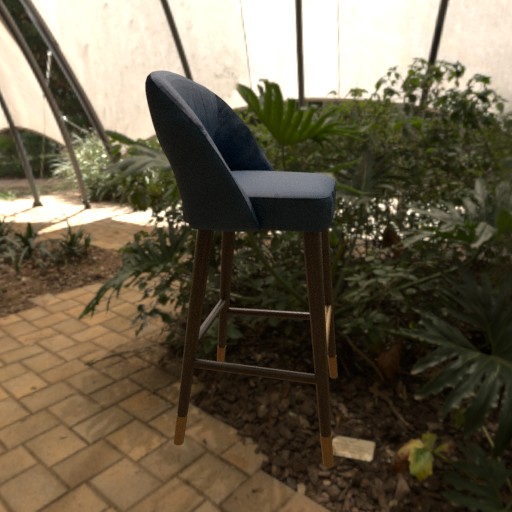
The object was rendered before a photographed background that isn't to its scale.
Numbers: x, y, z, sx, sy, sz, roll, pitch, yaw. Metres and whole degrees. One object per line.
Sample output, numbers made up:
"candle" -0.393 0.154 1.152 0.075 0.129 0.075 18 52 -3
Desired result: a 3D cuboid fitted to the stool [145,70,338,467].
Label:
"stool" 0.000 0.000 1.305 0.515 1.016 0.514 3 17 11
